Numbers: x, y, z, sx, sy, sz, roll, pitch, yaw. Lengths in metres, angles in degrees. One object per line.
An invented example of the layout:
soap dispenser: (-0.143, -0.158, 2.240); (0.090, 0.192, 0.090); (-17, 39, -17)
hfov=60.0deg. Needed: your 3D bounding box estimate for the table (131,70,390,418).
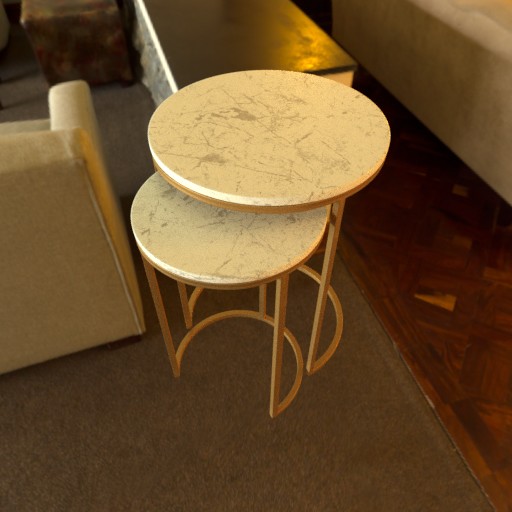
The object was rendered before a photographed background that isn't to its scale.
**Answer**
table: (0.000, 0.000, 0.910); (0.400, 0.550, 0.507); (18, 49, 16)
